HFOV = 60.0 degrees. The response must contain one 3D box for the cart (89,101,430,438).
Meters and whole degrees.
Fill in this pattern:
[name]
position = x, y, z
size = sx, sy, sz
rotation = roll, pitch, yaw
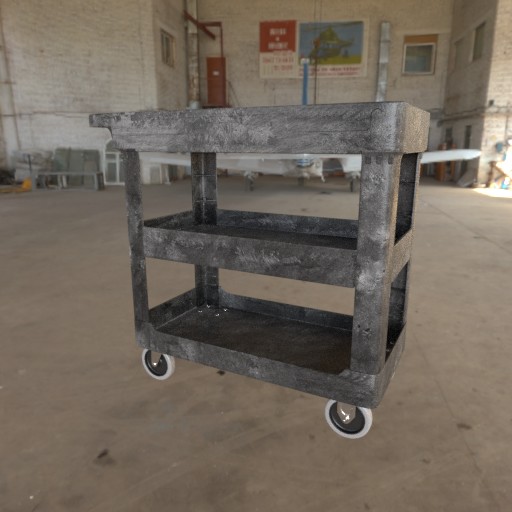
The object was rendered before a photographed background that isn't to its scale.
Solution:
[cart]
position = 0.000, 0.000, 1.342
size = 0.877, 0.824, 0.420
rotation = 7, 16, 27
